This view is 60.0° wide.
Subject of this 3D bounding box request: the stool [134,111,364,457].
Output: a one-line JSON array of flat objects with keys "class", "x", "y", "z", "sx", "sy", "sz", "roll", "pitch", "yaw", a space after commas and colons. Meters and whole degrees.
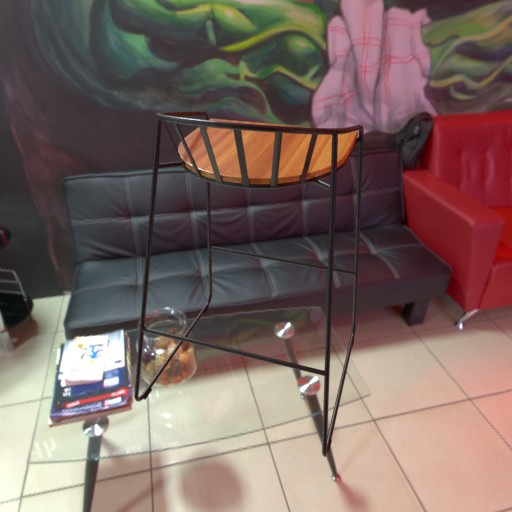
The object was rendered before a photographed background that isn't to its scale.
[{"class": "stool", "x": 0.000, "y": 0.000, "z": 1.175, "sx": 0.546, "sy": 0.812, "sz": 0.521, "roll": 10, "pitch": 33, "yaw": 16}]
